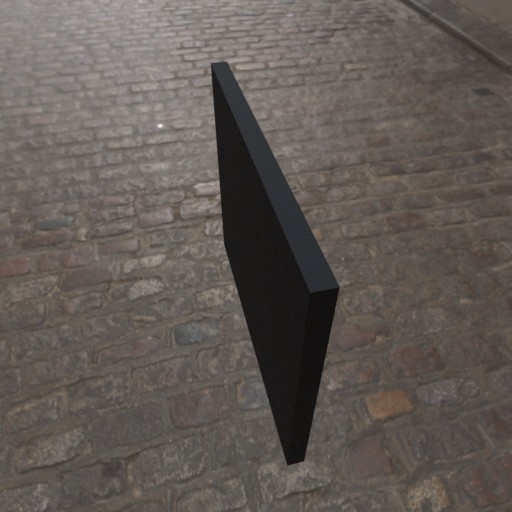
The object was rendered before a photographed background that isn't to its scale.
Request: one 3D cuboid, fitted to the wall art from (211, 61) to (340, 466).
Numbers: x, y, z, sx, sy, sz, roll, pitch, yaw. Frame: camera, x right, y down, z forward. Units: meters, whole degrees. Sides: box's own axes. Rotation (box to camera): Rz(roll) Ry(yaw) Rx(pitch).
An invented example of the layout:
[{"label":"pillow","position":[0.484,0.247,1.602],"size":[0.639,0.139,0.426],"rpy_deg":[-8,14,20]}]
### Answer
[{"label":"wall art","position":[0.000,0.000,0.781],"size":[0.031,0.457,0.558],"rpy_deg":[-10,46,-10]}]
